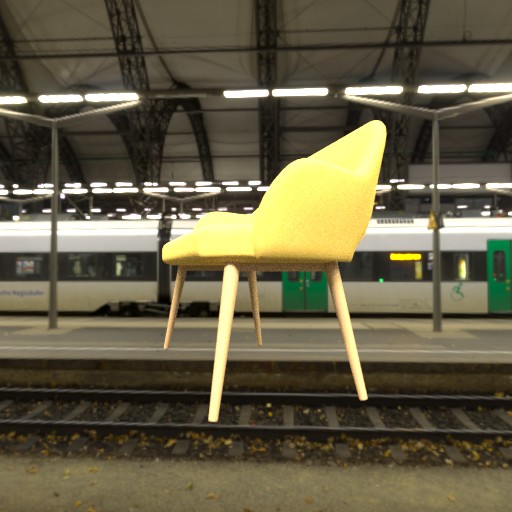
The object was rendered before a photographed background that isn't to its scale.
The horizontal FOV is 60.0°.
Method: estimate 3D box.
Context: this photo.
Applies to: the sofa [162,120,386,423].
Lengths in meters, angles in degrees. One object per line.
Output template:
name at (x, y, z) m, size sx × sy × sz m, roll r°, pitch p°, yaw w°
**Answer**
sofa at (0.000, 0.000, 1.648) m, size 0.610 × 0.840 × 1.150 m, roll 1°, pitch -2°, yaw -18°
